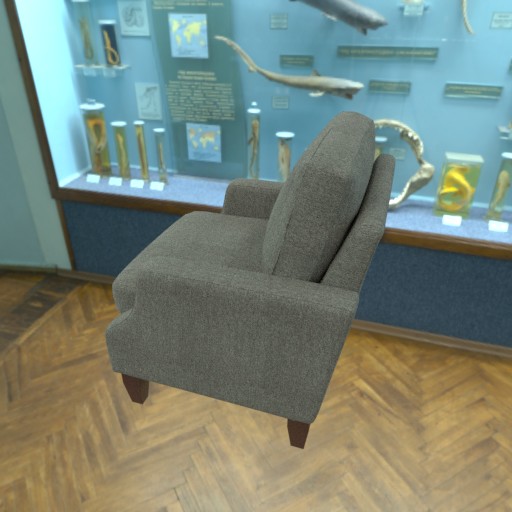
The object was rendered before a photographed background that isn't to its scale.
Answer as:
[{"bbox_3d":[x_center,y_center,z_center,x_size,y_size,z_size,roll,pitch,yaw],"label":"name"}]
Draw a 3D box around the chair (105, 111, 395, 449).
[{"bbox_3d":[0.000,0.000,1.676,0.897,0.993,0.855,9,31,16],"label":"chair"}]
